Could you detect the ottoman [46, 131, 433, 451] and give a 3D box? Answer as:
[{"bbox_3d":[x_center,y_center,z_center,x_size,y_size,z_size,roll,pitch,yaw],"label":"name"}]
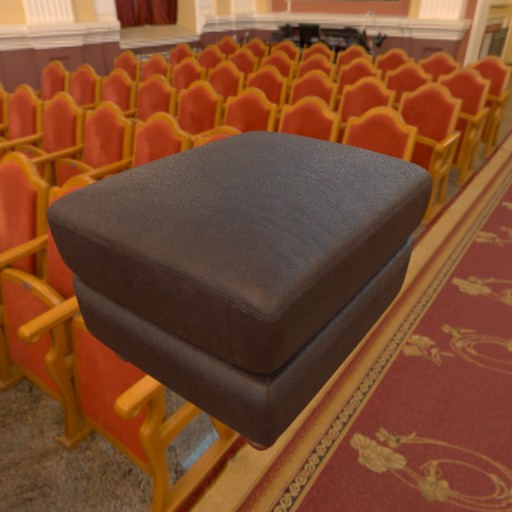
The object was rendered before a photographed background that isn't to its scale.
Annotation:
[{"bbox_3d":[0.000,0.000,1.220,0.670,0.569,0.806,21,36,31],"label":"ottoman"}]
